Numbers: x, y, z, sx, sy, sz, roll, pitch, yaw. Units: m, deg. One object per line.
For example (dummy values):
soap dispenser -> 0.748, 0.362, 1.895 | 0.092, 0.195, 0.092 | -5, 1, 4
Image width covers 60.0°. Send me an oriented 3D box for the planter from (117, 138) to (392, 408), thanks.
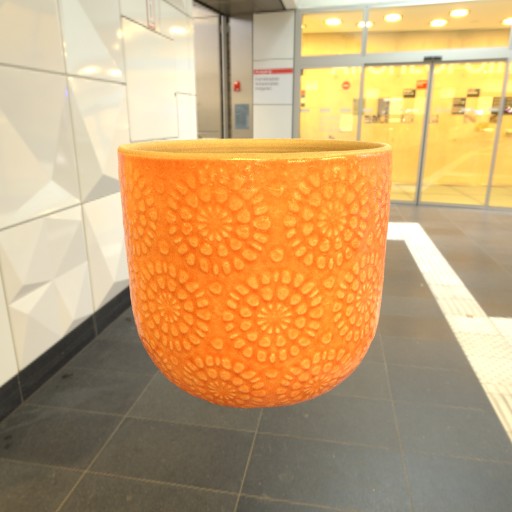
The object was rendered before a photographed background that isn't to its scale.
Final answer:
planter -> 0.000, 0.000, 0.294 | 0.170, 0.152, 0.170 | 0, 17, 0
